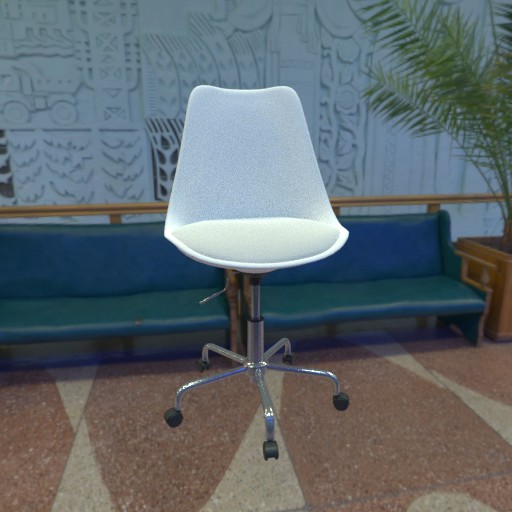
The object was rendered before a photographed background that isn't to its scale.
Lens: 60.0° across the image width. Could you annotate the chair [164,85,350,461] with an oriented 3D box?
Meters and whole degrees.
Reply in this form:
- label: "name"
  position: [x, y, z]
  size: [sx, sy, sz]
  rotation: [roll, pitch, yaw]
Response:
- label: "chair"
  position: [0.000, 0.000, 1.238]
  size: [0.550, 0.930, 0.550]
  rotation: [-2, 16, -8]
